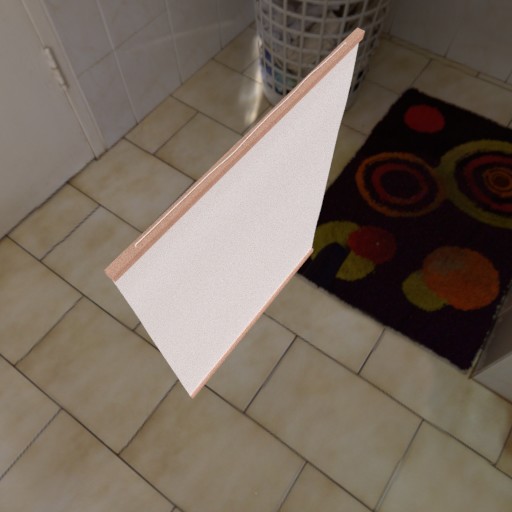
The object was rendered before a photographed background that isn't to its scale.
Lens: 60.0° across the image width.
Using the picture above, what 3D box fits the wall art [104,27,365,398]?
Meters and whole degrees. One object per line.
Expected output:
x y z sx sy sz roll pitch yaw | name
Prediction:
0.000 0.000 1.277 0.020 1.013 0.758 34 67 17 | wall art
